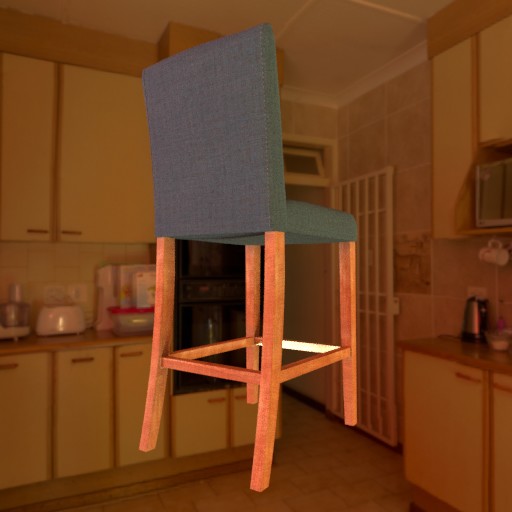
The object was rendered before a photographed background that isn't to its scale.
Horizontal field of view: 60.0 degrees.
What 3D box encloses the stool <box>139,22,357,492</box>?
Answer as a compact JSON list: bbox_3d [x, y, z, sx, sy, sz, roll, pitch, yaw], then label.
[{"bbox_3d":[0.000,0.000,1.358,0.454,1.088,0.574,-1,-2,35],"label":"stool"}]
